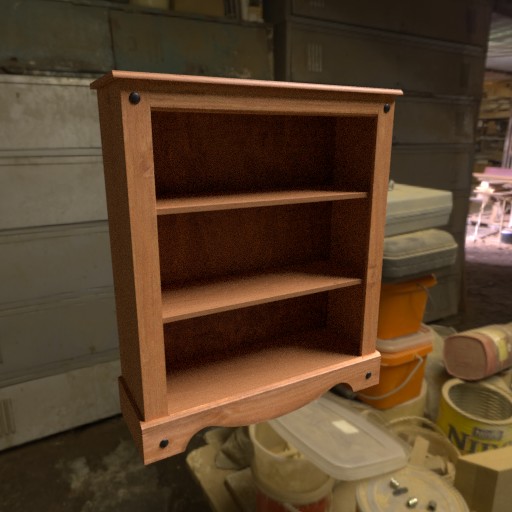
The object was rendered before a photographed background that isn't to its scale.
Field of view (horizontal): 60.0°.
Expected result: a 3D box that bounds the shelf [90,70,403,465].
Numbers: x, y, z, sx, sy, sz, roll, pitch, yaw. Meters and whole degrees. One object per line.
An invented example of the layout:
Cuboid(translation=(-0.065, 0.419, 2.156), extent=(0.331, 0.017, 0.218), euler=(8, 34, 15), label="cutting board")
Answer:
Cuboid(translation=(0.000, 0.000, 1.367), extent=(0.840, 0.980, 0.291), euler=(-8, 17, -28), label="shelf")
